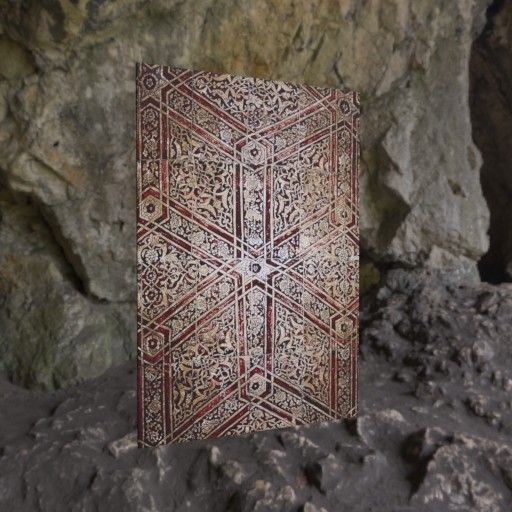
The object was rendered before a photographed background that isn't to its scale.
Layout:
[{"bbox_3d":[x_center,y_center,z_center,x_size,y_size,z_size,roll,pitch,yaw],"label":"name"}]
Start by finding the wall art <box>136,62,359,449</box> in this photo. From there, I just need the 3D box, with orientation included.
[{"bbox_3d":[0.000,0.000,0.762,0.397,0.599,0.020,0,1,-20],"label":"wall art"}]
